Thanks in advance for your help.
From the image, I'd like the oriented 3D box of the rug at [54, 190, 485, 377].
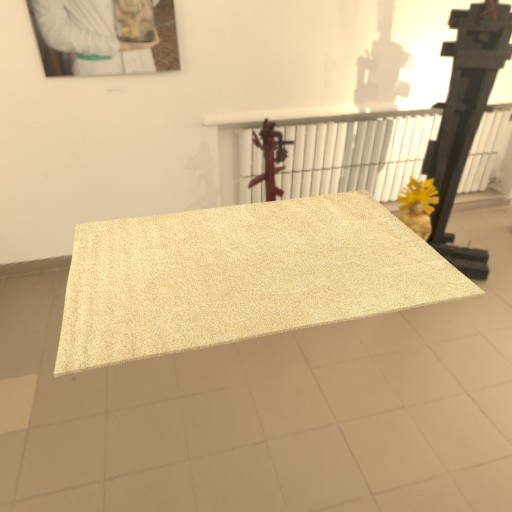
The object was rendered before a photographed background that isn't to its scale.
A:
[{"bbox_3d":[0.000,0.000,2.919,2.346,0.025,1.500,-8,33,-13],"label":"rug"}]
